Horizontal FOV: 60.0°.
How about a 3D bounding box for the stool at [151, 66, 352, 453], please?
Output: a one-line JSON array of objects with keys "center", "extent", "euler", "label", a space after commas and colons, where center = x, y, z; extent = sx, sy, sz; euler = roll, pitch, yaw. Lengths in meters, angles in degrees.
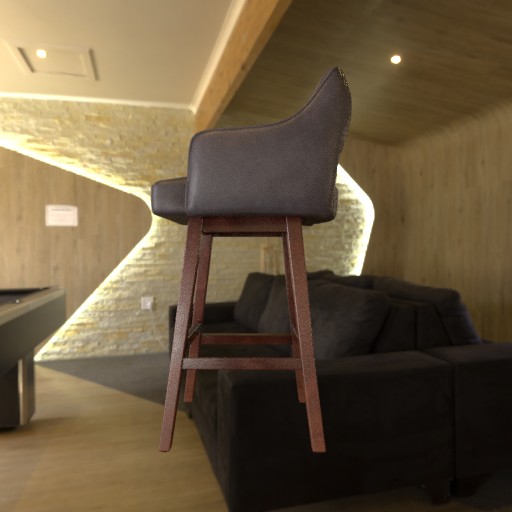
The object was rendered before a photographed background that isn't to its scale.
[{"center": [0.000, 0.000, 1.381], "extent": [0.560, 1.041, 0.550], "euler": [0, 0, 0], "label": "stool"}]
